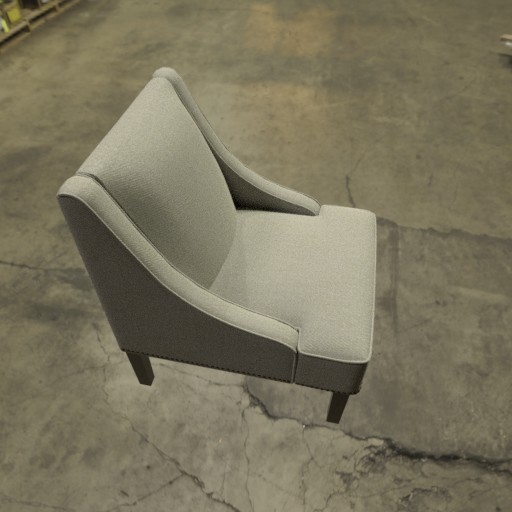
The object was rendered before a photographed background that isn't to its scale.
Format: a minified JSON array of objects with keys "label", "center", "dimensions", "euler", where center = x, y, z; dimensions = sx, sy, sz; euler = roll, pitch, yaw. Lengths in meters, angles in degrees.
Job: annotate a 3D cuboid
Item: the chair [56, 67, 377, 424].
[{"label":"chair","center":[0.000,0.000,1.390],"dimensions":[0.748,0.872,0.628],"euler":[9,48,8]}]
